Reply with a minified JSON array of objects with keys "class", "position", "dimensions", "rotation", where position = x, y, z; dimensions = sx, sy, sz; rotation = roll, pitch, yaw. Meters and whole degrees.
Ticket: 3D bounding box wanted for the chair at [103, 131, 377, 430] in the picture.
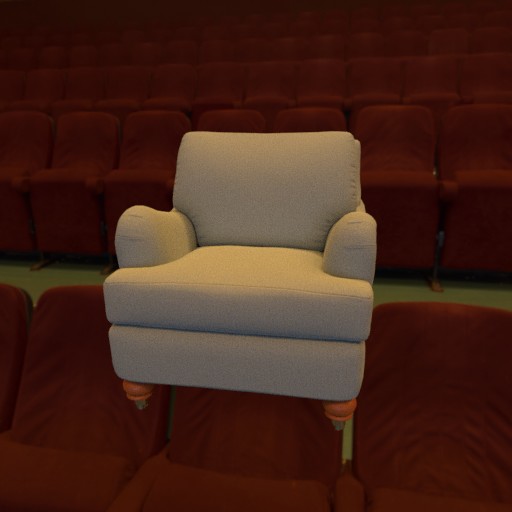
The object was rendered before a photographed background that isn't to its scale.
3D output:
[{"class":"chair","position":[0.000,0.000,1.914],"dimensions":[0.955,1.038,1.070],"rotation":[3,15,9]}]
